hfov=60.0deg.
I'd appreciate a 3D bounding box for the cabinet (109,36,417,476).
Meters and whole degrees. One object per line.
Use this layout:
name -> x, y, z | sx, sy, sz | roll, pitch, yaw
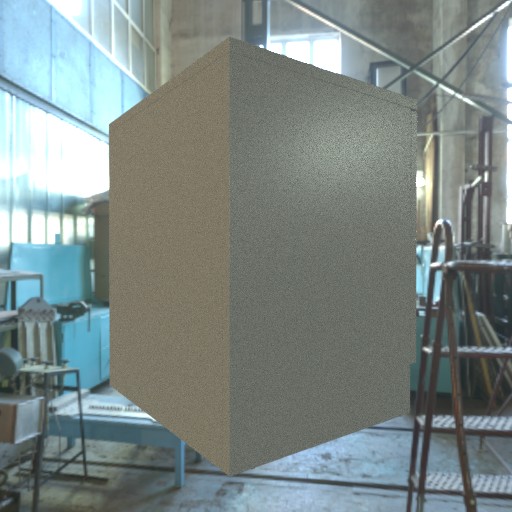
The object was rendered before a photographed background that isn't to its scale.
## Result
cabinet -> 0.000, 0.000, 0.738 | 0.360, 0.470, 0.400 | 0, 1, -36
